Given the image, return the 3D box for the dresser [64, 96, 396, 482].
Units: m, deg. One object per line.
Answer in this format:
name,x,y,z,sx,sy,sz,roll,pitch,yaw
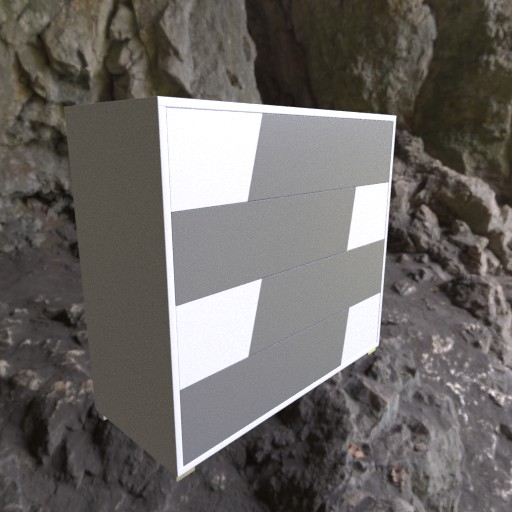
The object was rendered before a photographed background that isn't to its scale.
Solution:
dresser,0.000,0.000,1.615,0.460,1.000,1.100,14,20,42
